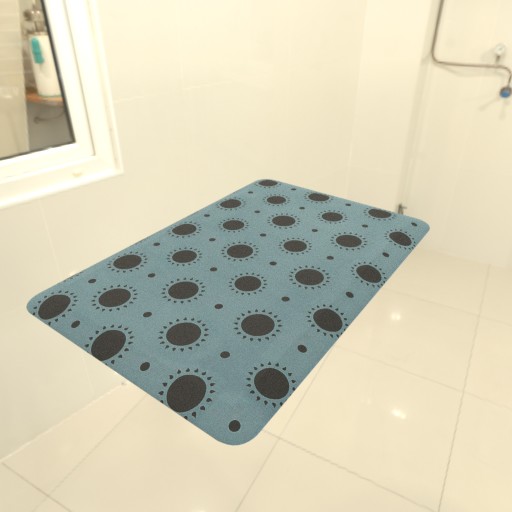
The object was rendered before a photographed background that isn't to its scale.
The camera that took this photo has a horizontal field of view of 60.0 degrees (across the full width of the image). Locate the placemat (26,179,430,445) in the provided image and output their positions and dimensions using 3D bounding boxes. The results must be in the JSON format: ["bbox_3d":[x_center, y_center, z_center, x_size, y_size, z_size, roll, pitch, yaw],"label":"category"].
[{"bbox_3d":[0.000,0.000,0.930,0.508,0.021,0.762,21,37,30],"label":"placemat"}]
